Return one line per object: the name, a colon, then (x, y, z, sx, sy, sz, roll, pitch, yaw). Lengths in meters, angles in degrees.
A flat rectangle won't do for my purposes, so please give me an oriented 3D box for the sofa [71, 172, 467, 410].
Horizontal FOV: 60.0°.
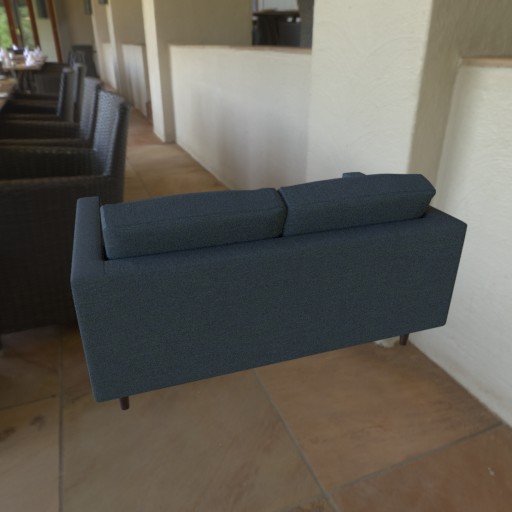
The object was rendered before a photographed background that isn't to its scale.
sofa: (0.000, 0.000, 2.266, 1.659, 0.907, 0.999, -8, 27, -17)
